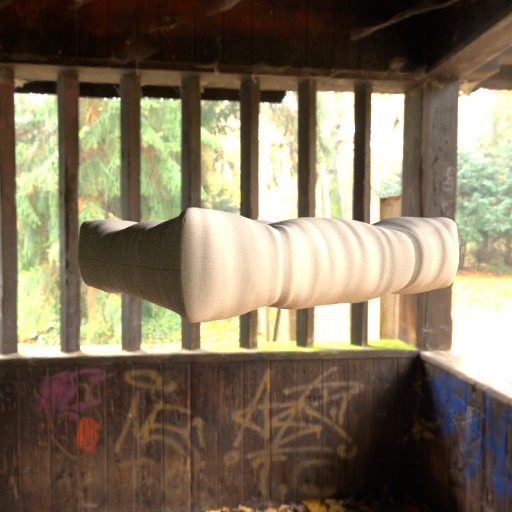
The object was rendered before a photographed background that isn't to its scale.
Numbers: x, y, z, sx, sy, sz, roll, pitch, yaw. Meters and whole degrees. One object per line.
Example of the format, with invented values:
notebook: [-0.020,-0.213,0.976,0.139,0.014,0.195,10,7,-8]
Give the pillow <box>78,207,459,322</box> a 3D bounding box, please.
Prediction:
pillow: [0.000,0.000,0.749,0.490,0.128,0.468,-2,3,-35]
